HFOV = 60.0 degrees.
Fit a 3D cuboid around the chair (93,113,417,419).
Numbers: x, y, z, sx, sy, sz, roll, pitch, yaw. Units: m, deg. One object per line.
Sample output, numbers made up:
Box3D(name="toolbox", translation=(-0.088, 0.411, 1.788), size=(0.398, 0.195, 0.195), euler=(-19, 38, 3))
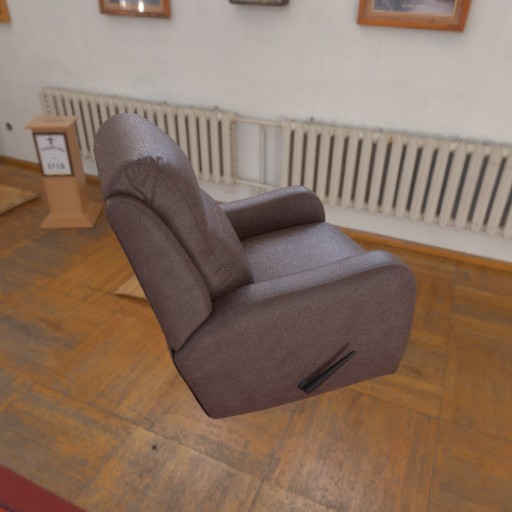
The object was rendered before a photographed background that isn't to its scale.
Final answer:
Box3D(name="chair", translation=(0.000, 0.000, 1.765), size=(1.067, 1.067, 0.865), euler=(-11, 32, -18))
